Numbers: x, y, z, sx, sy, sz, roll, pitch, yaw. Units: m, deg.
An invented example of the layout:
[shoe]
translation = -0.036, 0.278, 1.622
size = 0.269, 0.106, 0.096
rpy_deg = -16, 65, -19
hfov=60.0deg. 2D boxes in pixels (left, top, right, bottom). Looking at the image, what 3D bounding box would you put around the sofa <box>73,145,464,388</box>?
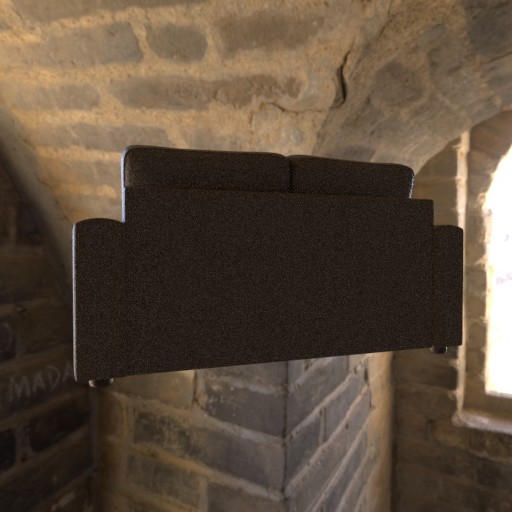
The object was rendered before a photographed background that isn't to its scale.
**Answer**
[sofa]
translation = 0.000, 0.000, 2.180
size = 1.616, 0.873, 1.016
rpy_deg = 0, 1, -19
